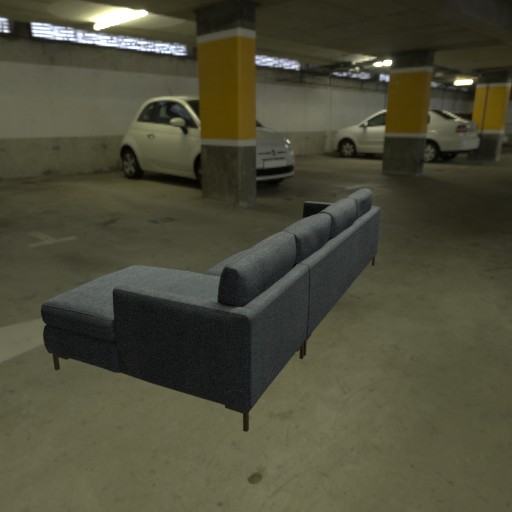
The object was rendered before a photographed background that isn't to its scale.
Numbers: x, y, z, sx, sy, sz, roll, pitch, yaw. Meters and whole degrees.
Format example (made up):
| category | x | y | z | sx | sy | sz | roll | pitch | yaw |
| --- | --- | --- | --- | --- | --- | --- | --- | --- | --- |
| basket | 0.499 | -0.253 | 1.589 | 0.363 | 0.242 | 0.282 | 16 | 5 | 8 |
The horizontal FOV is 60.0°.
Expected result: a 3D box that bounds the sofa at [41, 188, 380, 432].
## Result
| category | x | y | z | sx | sy | sz | roll | pitch | yaw |
| --- | --- | --- | --- | --- | --- | --- | --- | --- | --- |
| sofa | 0.000 | 0.000 | 3.482 | 1.350 | 0.810 | 2.932 | 8 | 19 | 25 |
